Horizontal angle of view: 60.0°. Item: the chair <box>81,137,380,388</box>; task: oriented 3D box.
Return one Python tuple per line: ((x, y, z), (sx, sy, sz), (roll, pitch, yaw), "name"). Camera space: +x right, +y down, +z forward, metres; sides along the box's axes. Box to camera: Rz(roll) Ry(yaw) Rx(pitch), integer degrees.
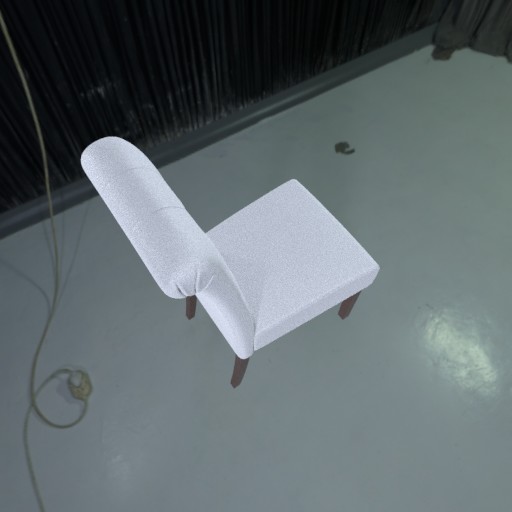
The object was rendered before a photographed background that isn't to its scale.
((0.000, 0.000, 1.367), (0.671, 1.006, 0.456), (-31, 64, -17), "chair")
